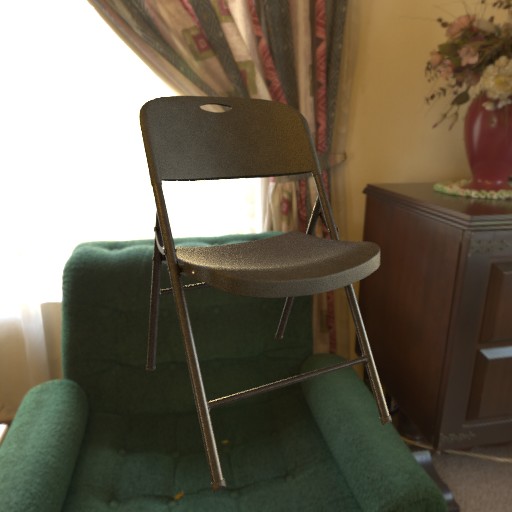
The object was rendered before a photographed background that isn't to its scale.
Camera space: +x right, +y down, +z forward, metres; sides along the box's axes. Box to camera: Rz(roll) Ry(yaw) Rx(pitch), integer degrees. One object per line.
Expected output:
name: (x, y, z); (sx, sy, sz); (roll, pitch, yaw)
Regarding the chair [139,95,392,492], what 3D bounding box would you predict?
chair: (0.000, 0.000, 1.147); (0.494, 0.810, 0.566); (-8, 18, -27)
